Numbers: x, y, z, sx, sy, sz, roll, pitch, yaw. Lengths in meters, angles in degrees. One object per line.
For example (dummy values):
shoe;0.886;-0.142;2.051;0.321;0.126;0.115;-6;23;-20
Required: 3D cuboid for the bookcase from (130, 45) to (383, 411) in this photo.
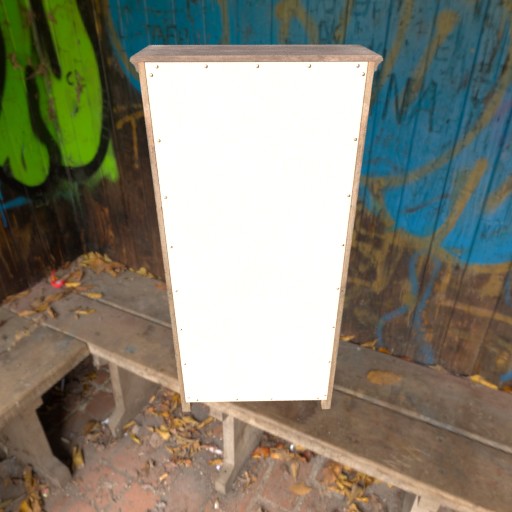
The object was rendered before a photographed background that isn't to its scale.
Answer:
bookcase;0.000;0.000;2.212;0.906;1.880;0.348;-1;31;-1
